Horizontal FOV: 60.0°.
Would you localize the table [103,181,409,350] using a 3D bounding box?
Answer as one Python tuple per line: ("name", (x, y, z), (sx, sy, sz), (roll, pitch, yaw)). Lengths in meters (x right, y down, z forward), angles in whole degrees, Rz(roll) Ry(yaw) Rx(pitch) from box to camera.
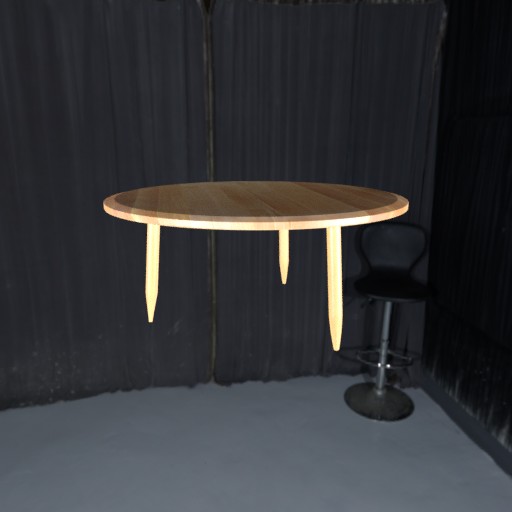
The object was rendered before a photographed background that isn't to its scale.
("table", (0.000, 0.000, 1.428), (0.900, 0.400, 0.900), (0, 15, 0))
